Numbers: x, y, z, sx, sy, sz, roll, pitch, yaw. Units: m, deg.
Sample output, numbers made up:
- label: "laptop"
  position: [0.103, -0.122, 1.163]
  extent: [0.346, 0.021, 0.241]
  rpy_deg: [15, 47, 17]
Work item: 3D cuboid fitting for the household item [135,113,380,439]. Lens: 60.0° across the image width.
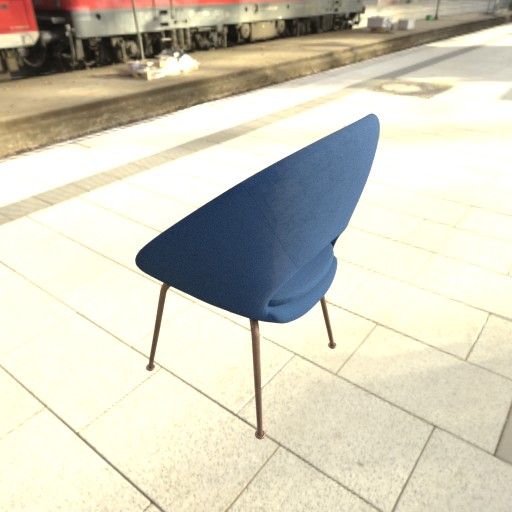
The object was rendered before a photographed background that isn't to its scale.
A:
- label: "household item"
  position: [0.000, 0.000, 1.288]
  extent: [0.573, 0.852, 0.623]
  rpy_deg: [20, 37, 30]
